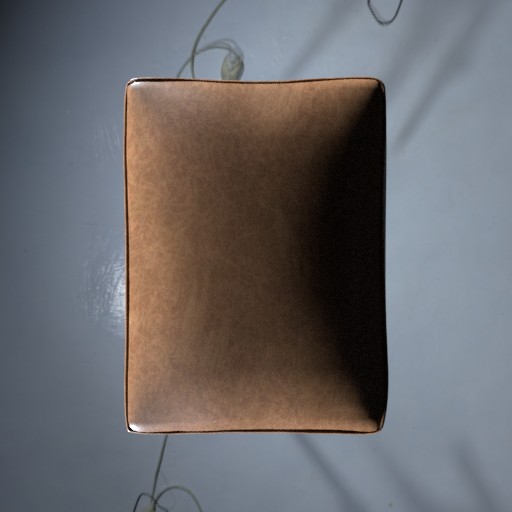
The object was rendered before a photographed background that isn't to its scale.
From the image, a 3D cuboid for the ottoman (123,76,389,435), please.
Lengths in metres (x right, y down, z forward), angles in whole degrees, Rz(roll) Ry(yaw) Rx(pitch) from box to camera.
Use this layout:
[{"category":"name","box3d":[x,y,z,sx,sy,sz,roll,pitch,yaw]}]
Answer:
[{"category":"ottoman","box3d":[0.000,0.000,1.097,0.554,0.468,0.756,0,90,0]}]
